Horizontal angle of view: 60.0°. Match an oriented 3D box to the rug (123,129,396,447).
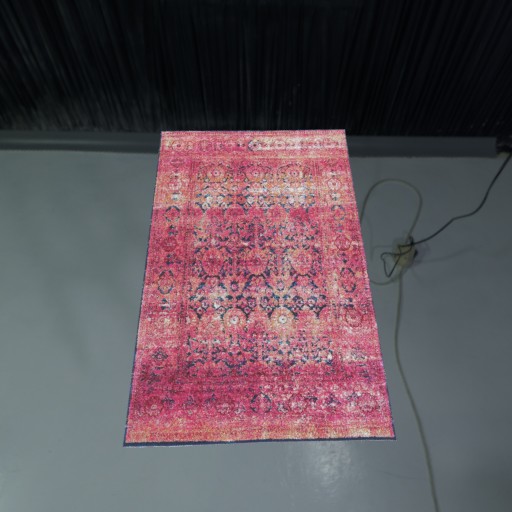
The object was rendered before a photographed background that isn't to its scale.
[{"bbox_3d":[0.000,0.000,3.101,1.539,0.018,2.449,-1,60,-1],"label":"rug"}]
